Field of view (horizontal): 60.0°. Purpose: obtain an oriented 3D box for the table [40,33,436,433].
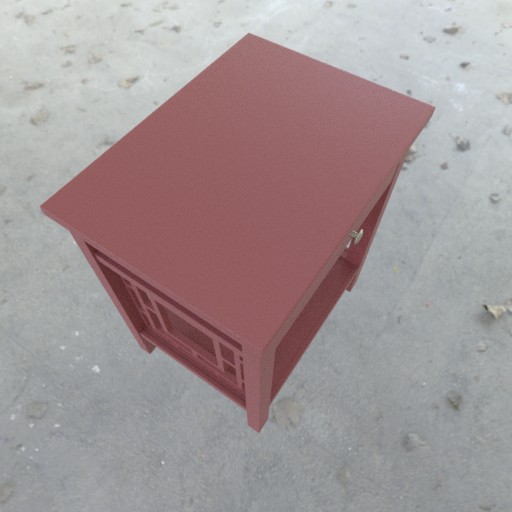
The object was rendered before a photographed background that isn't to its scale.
[{"bbox_3d":[0.000,0.000,1.079,0.451,0.686,0.599,30,63,18],"label":"table"}]
